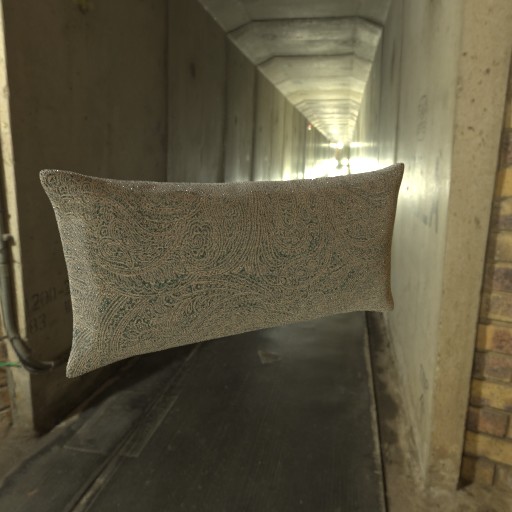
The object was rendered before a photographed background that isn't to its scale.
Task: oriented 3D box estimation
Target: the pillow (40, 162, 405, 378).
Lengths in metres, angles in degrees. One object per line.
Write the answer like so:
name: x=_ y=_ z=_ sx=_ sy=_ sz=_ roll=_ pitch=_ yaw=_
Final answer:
pillow: x=0.000 y=0.000 z=0.732 sx=0.615 sy=0.295 sz=0.151 roll=-7 pitch=16 yaw=-25
